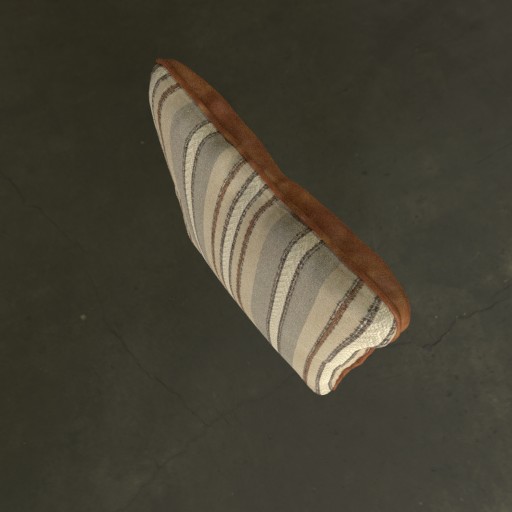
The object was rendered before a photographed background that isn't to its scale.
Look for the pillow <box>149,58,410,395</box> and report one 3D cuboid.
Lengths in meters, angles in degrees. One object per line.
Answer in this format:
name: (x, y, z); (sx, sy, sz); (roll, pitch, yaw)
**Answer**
pillow: (0.000, 0.000, 0.742); (0.130, 0.490, 0.489); (-35, 70, -15)
